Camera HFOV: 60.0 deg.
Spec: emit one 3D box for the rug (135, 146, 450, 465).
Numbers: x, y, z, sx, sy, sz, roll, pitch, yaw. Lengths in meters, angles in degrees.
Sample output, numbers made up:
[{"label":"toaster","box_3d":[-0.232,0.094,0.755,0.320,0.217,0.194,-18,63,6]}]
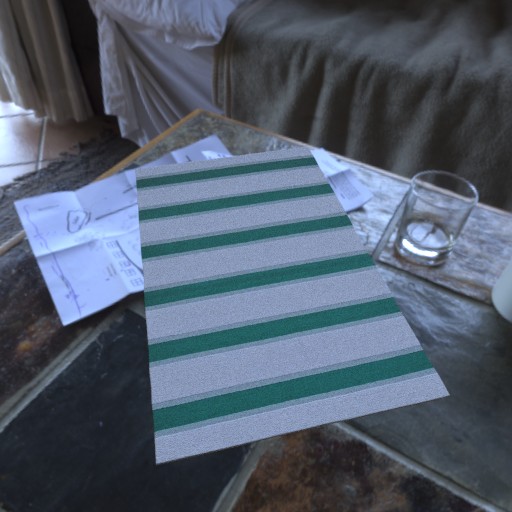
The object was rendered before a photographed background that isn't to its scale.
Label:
[{"label":"rug","box_3d":[0.000,0.000,3.014,1.521,0.015,2.436,-9,47,-9]}]
